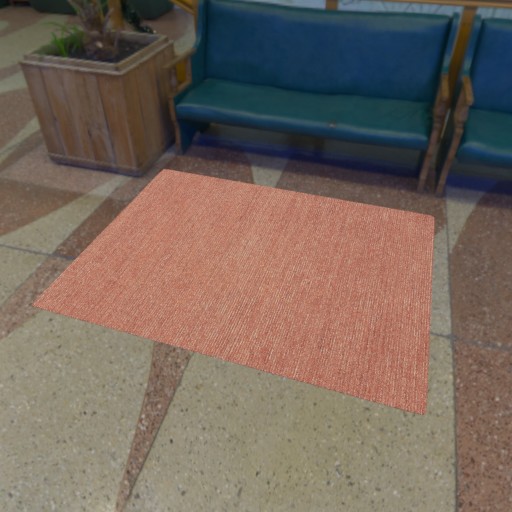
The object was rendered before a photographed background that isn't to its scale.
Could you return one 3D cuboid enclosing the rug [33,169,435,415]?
[{"bbox_3d":[0.000,0.000,2.781,2.112,0.009,1.594,12,42,14],"label":"rug"}]
